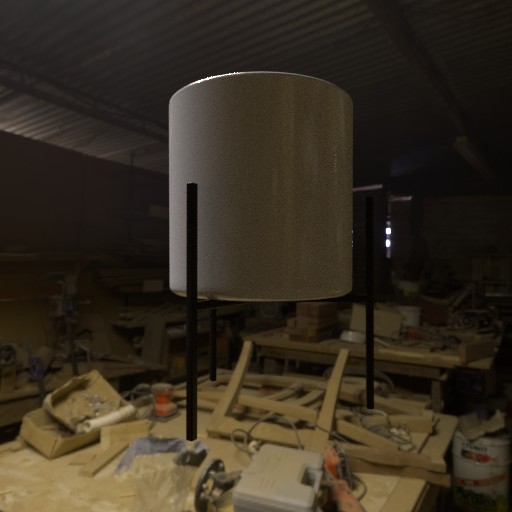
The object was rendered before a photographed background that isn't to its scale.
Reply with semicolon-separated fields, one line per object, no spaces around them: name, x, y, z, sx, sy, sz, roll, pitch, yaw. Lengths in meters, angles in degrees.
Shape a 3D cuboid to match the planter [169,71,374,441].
planter;0.000;0.000;0.525;0.239;0.356;0.239;0;-1;33
